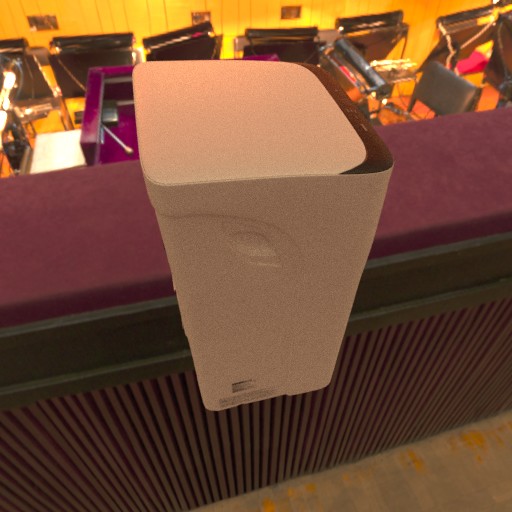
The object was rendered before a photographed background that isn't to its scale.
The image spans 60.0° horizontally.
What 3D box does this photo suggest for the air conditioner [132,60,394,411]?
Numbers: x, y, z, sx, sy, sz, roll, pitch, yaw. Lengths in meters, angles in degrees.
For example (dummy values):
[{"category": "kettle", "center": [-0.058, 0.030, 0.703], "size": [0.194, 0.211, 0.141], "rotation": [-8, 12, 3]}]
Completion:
[{"category": "air conditioner", "center": [0.000, 0.000, 0.922], "size": [0.369, 0.716, 0.352], "rotation": [-10, 48, -9]}]
